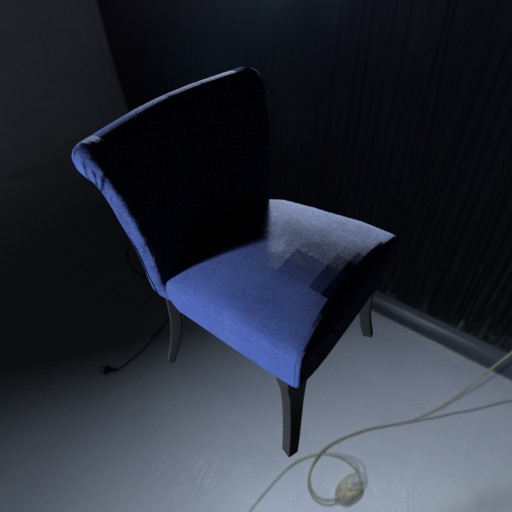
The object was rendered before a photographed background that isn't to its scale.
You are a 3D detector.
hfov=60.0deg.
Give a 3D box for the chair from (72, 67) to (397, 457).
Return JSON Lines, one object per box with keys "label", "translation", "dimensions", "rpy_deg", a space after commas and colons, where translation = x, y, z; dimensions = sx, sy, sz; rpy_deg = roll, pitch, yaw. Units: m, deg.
{"label": "chair", "translation": [0.000, 0.000, 1.189], "dimensions": [0.606, 0.753, 0.585], "rpy_deg": [26, 48, 26]}
